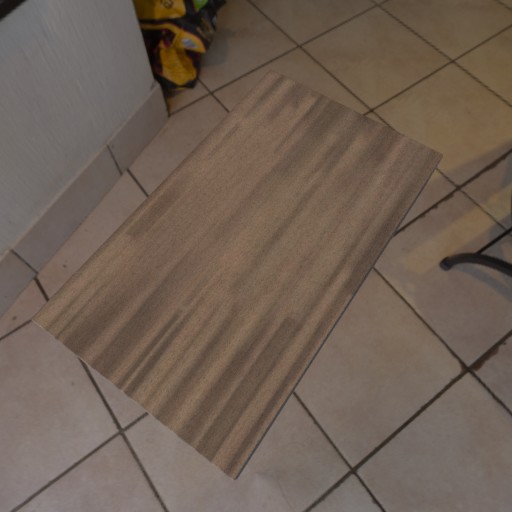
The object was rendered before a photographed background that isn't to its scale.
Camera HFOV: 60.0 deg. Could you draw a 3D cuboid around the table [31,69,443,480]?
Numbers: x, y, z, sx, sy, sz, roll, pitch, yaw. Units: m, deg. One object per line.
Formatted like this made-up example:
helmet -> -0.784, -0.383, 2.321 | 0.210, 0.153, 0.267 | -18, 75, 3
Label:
table -> 0.000, 0.000, 1.396 | 0.643, 0.347, 1.088 | 32, 68, 15
